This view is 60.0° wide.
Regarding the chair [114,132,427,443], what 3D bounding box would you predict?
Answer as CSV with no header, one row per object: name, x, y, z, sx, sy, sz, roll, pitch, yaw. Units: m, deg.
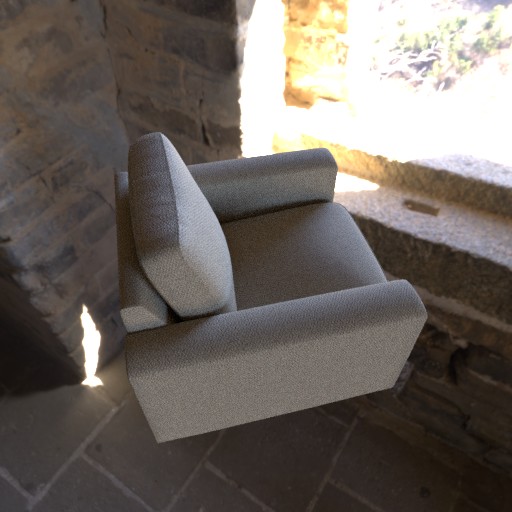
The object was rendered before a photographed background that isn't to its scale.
chair,0.000,0.000,1.790,1.016,0.873,1.005,-10,48,-9
